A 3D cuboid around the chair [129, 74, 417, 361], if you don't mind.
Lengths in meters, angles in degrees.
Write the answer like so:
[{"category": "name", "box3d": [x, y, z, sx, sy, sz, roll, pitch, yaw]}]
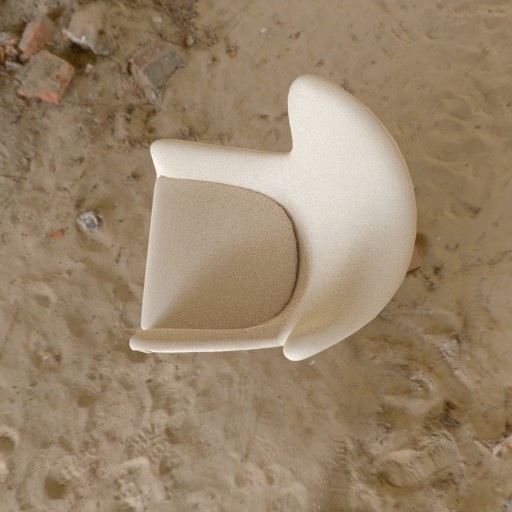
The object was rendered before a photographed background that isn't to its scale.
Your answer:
[{"category": "chair", "box3d": [0.000, 0.000, 1.471, 0.744, 0.990, 0.696, 2, 75, 1]}]
